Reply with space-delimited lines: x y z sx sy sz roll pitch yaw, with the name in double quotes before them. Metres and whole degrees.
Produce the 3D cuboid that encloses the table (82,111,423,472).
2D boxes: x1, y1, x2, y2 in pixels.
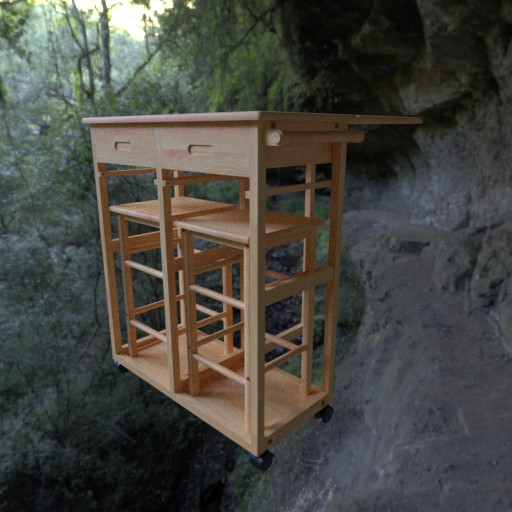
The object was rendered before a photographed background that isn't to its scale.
"table" 0.000 0.000 1.396 0.752 0.832 0.693 15 22 42
